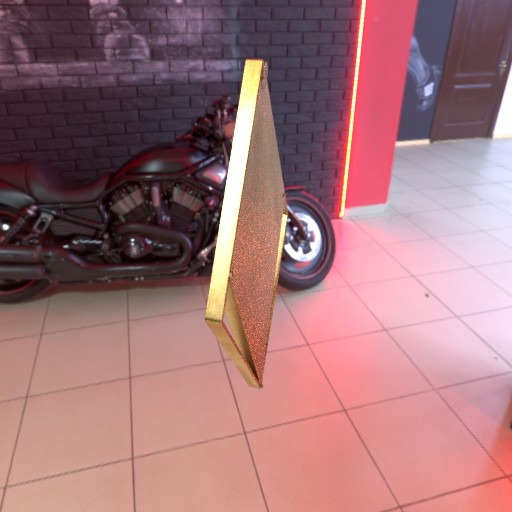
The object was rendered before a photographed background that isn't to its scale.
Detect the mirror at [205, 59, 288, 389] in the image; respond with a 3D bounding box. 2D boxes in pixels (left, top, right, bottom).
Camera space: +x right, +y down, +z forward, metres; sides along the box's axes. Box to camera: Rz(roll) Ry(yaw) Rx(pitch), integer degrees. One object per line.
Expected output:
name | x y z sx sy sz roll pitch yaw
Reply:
mirror | 0.000 0.000 0.833 0.032 0.679 0.419 9 30 15
